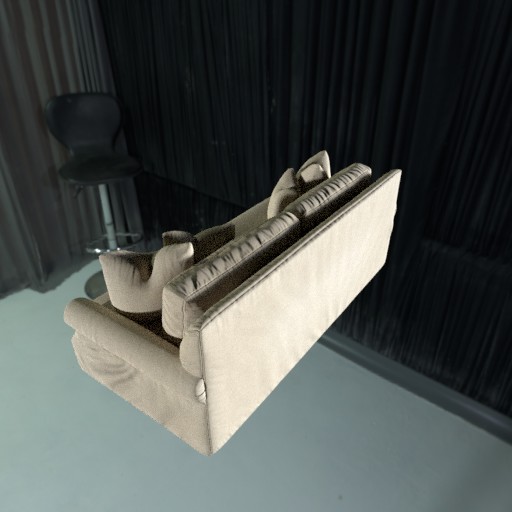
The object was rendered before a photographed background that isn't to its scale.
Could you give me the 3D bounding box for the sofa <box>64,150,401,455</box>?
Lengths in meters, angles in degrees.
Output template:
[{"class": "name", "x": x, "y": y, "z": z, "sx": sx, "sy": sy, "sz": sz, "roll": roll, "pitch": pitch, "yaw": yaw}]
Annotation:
[{"class": "sofa", "x": 0.000, "y": 0.000, "z": 2.880, "sx": 1.067, "sy": 0.904, "sz": 2.285, "roll": 21, "pitch": 37, "yaw": 30}]
